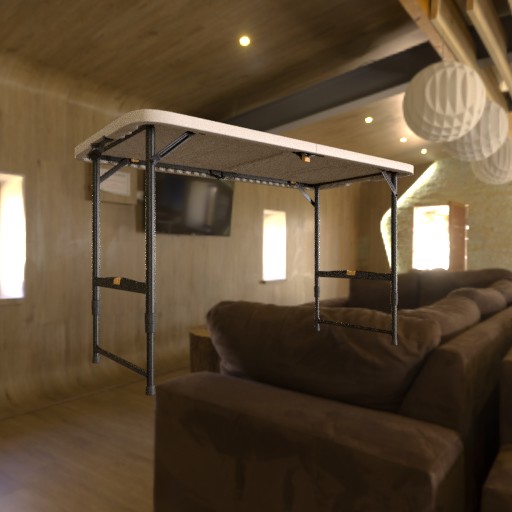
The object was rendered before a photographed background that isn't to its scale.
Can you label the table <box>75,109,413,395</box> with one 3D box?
[{"bbox_3d":[0.000,0.000,1.679,1.245,0.737,0.611,0,0,-38],"label":"table"}]
